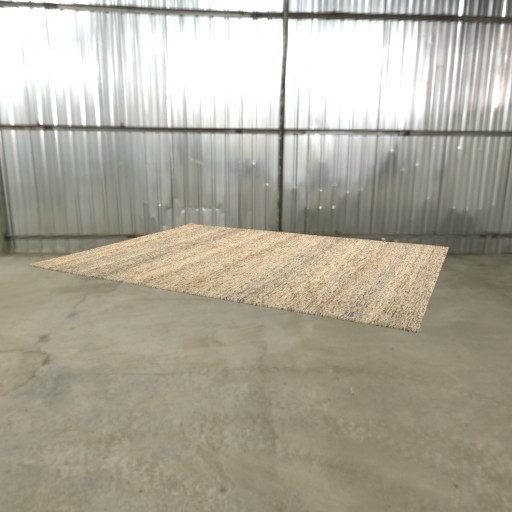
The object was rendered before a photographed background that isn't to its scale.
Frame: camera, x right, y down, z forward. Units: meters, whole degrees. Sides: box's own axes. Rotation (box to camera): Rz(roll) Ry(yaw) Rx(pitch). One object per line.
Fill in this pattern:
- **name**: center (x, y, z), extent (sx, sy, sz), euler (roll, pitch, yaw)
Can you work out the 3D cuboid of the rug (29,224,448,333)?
- **rug**: center (0.000, 0.000, 4.185), extent (3.199, 0.036, 2.414), euler (7, 15, 26)
